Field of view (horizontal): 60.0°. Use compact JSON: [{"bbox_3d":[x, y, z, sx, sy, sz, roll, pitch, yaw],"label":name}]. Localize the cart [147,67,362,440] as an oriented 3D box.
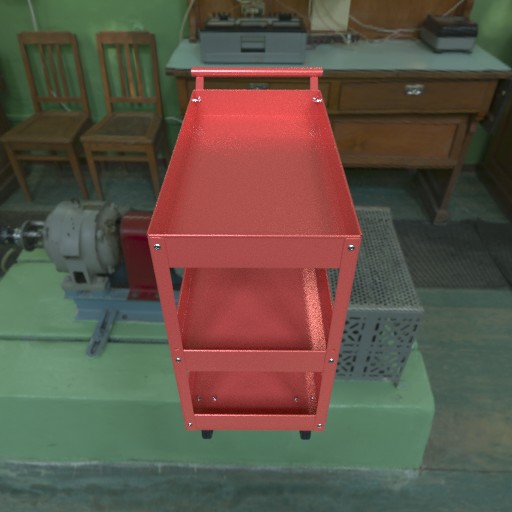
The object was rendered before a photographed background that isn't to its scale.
[{"bbox_3d":[0.000,0.000,1.211,0.366,0.780,0.719,0,40,0],"label":"cart"}]
